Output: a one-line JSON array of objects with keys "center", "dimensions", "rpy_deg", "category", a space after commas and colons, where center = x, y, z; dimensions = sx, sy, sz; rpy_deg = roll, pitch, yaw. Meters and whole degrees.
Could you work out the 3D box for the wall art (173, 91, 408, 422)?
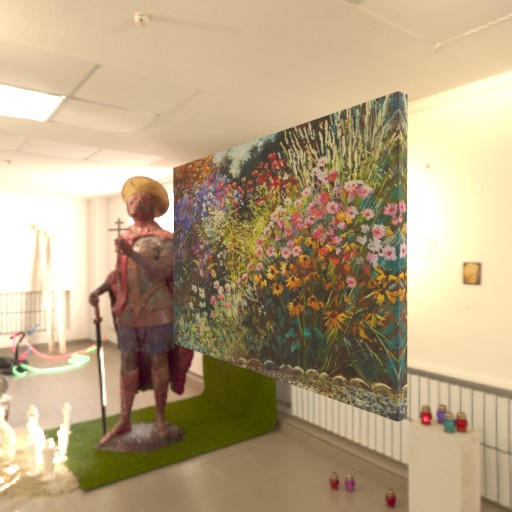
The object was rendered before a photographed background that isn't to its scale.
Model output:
[{"center": [0.000, 0.000, 1.482], "dimensions": [0.042, 0.760, 1.136], "rpy_deg": [0, 0, -37], "category": "wall art"}]
